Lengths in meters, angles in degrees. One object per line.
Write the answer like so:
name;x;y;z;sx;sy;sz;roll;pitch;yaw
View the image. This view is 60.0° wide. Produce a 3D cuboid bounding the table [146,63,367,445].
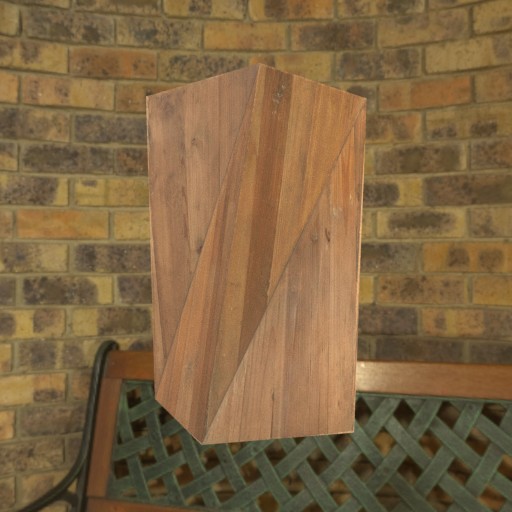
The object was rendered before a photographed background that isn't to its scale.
table;0.000;0.000;0.913;0.441;0.604;0.425;0;0;-18
